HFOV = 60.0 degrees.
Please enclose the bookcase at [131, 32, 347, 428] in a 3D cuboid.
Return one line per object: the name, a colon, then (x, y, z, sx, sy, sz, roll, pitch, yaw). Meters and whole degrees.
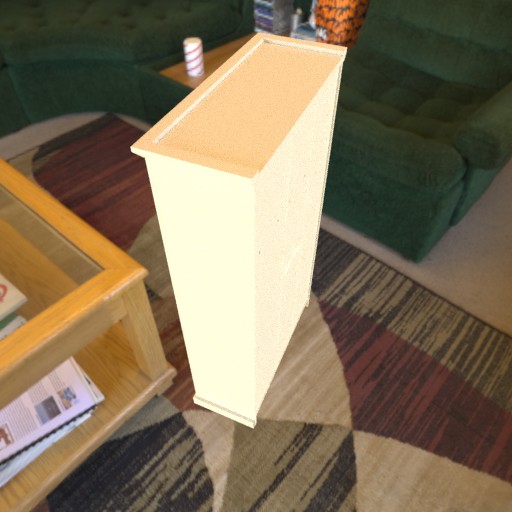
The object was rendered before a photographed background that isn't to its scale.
bookcase: (0.000, 0.000, 2.392, 0.432, 1.880, 1.050, 18, 49, 16)
